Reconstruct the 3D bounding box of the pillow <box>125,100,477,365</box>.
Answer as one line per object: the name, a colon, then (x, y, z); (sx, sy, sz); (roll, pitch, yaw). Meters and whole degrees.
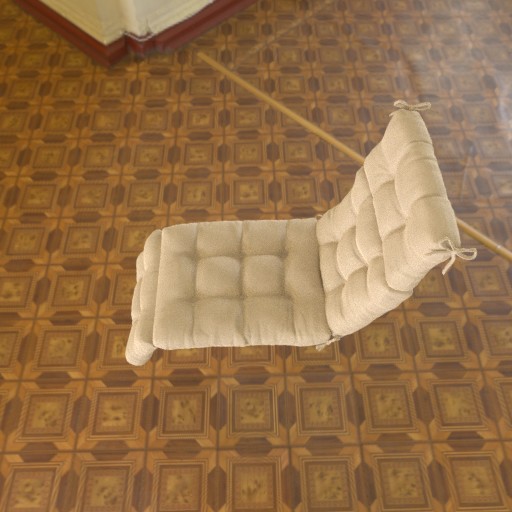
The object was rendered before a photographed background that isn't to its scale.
pillow: (0.000, 0.000, 1.482); (1.016, 0.863, 0.526); (-1, 60, -1)
